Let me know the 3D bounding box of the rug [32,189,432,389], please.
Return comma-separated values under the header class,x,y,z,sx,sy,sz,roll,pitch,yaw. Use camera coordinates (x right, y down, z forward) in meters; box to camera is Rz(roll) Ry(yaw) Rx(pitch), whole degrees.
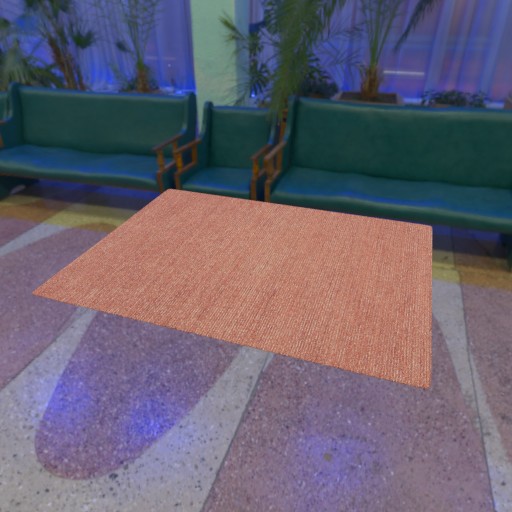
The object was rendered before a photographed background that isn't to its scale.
class,x,y,z,sx,sy,sz,roll,pitch,yaw
rug,0.000,0.000,2.811,2.112,0.009,1.594,10,33,16
